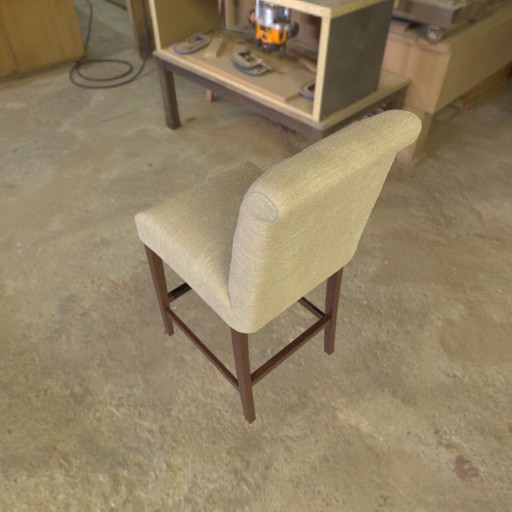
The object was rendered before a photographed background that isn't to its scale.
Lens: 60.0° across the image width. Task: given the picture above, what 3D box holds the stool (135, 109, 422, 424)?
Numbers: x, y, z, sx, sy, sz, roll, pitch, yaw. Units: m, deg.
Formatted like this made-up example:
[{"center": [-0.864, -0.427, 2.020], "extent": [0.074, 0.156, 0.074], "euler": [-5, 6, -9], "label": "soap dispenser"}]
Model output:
[{"center": [0.000, 0.000, 1.436], "extent": [0.486, 1.084, 0.660], "euler": [-32, 54, -28], "label": "stool"}]
